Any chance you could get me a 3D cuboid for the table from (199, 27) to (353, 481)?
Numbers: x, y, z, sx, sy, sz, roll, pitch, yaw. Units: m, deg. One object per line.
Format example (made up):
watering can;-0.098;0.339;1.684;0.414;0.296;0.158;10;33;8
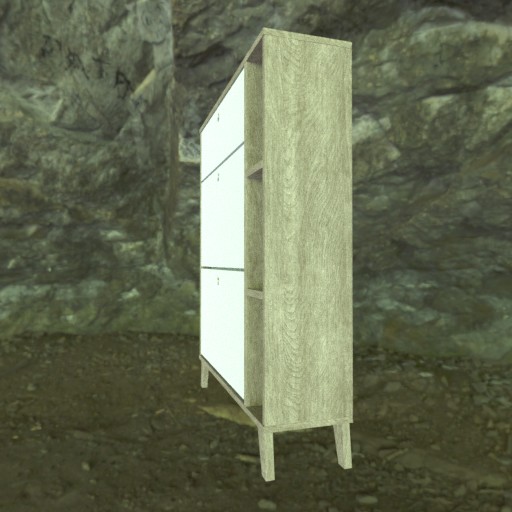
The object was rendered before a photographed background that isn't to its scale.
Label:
table;0.000;0.000;1.572;0.256;1.135;0.902;0;-1;-17
